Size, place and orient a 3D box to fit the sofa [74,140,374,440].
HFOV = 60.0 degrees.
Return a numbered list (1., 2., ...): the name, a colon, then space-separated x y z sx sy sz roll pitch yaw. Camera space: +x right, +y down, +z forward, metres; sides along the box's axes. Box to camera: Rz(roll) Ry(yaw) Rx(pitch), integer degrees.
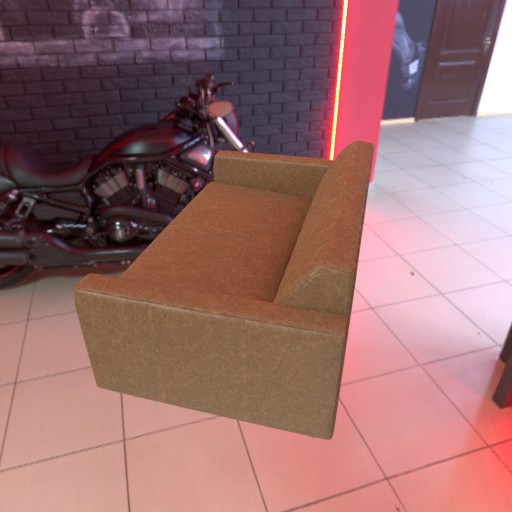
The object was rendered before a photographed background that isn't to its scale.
1. sofa: 0.000 0.000 2.139 0.960 0.820 1.549 8 32 13
